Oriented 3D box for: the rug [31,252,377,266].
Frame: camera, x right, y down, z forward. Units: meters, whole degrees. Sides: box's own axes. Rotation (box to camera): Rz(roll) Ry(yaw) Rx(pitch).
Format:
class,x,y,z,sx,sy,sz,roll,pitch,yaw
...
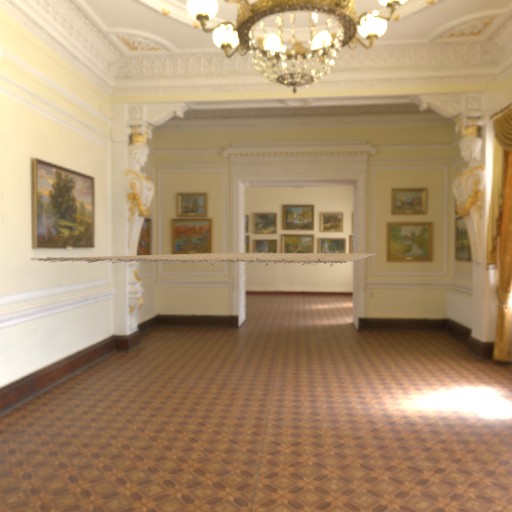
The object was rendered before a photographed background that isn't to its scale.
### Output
class,x,y,z,sx,sy,sz,roll,pitch,yaw
rug,0.000,0.000,2.505,1.224,0.027,2.021,0,1,18
